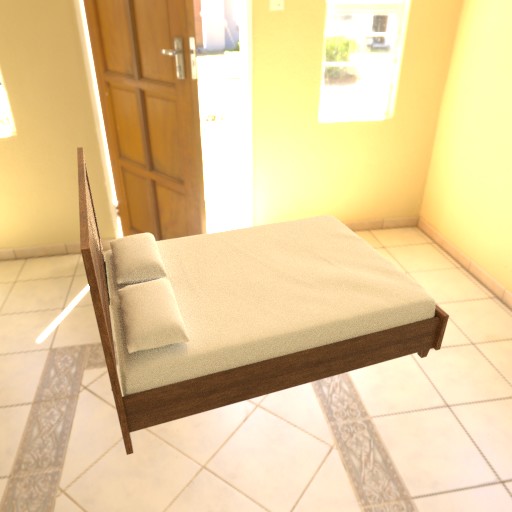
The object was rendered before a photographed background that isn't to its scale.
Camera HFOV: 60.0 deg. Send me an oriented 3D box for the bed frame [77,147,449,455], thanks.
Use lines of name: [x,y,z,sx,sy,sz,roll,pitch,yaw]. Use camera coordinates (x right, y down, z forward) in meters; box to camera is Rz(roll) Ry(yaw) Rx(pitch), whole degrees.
bed frame: [0.000,0.000,3.349,2.276,1.417,1.696,-10,31,-17]
